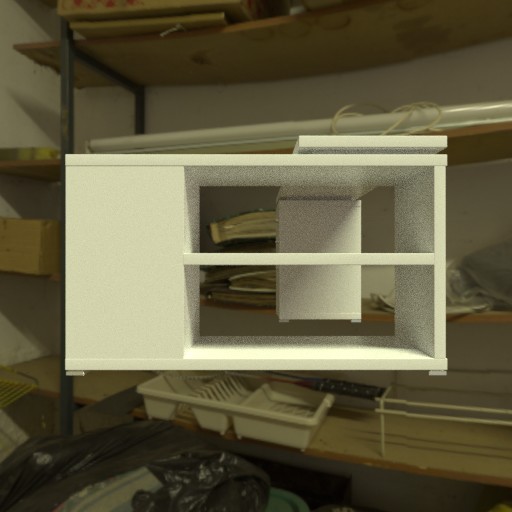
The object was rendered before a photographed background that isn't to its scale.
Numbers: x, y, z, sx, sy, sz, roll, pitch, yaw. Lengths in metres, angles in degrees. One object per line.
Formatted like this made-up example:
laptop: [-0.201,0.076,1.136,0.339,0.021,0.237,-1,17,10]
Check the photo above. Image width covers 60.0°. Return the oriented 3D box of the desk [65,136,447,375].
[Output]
desk: [0.000,0.000,2.153,1.200,0.753,1.524,0,0,0]
